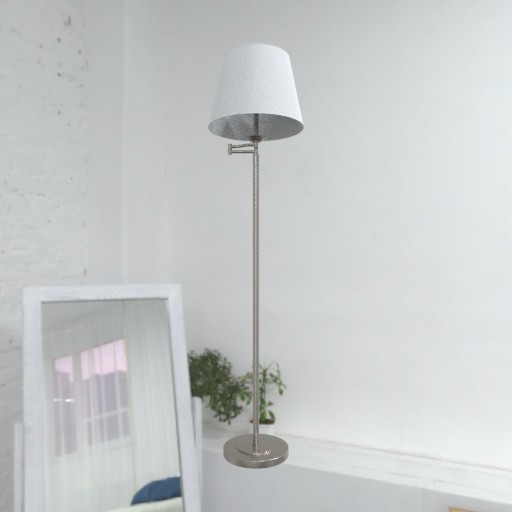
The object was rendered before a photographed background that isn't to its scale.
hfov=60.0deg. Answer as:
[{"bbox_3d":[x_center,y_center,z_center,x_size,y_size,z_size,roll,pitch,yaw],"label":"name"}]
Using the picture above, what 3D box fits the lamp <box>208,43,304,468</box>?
[{"bbox_3d":[0.000,0.000,1.658,0.355,1.473,0.355,0,0,0],"label":"lamp"}]
